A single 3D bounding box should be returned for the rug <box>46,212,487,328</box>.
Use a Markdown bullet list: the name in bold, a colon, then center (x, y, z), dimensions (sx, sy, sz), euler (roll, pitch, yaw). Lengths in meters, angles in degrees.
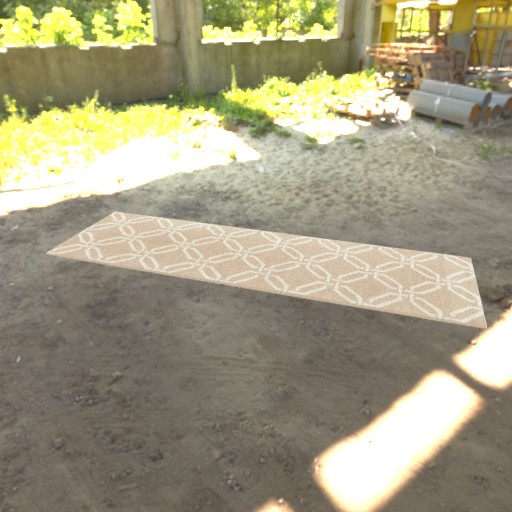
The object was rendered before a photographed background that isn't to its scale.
- **rug**: center (0.000, 0.000, 2.473), dimensions (2.276, 0.014, 0.678), euler (8, 28, 16)
